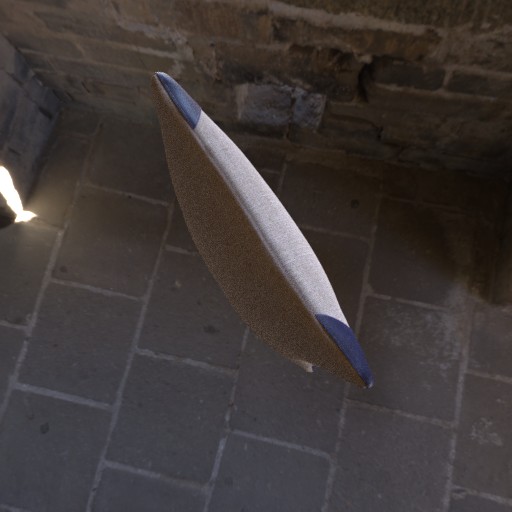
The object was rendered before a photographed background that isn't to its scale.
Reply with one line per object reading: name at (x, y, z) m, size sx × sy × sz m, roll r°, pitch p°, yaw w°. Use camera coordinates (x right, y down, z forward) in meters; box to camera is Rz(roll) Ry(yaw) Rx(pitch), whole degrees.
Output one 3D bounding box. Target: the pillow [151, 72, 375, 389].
pillow at (0.000, 0.000, 0.700) m, size 0.147 × 0.441 × 0.440 m, roll -33°, pitch 79°, yaw -7°
